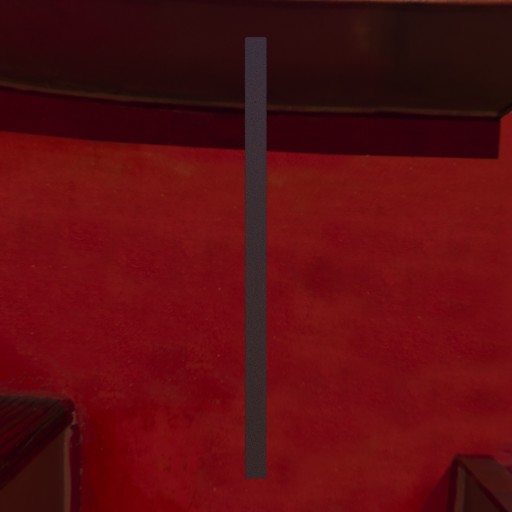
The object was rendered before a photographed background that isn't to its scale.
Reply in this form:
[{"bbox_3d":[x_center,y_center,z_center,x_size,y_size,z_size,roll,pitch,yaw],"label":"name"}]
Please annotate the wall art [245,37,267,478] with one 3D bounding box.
[{"bbox_3d":[0.000,0.000,1.146,0.037,0.763,0.763,0,91,0],"label":"wall art"}]
